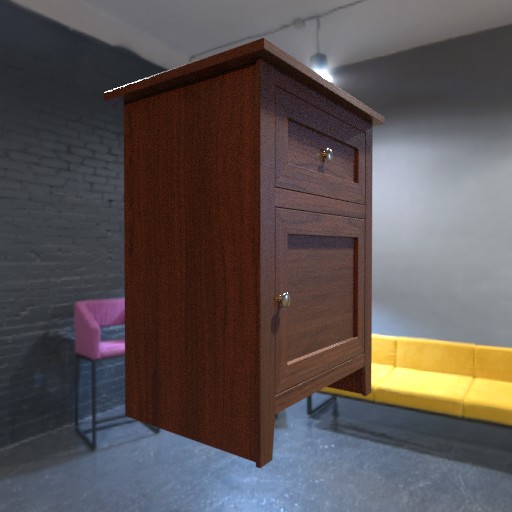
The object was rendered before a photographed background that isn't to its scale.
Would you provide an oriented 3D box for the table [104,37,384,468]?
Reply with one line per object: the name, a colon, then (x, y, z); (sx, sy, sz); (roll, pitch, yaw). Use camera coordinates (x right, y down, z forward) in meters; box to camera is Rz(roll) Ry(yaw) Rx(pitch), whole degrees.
table: (0.000, 0.000, 0.945); (0.381, 0.636, 0.480); (1, 1, 36)
